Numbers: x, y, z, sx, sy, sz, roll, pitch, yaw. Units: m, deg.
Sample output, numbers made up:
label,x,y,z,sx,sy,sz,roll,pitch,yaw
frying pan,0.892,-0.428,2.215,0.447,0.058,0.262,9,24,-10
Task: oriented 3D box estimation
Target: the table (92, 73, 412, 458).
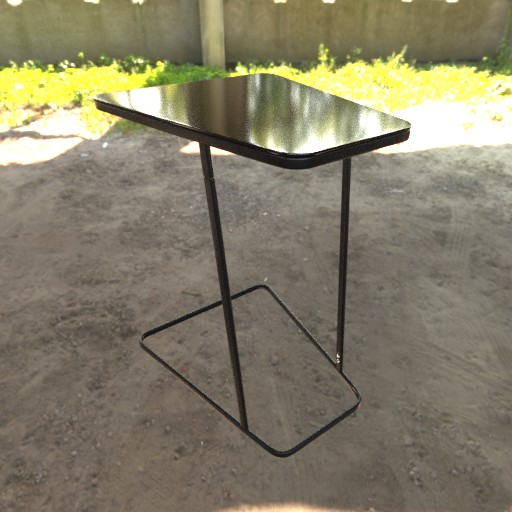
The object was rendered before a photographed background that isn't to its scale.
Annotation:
label,x,y,z,sx,sy,sz,roll,pitch,yaw
table,0.000,0.000,0.939,0.427,0.624,0.500,-21,37,-30
